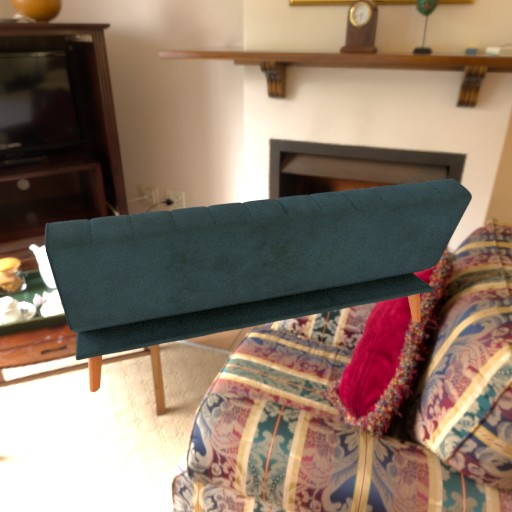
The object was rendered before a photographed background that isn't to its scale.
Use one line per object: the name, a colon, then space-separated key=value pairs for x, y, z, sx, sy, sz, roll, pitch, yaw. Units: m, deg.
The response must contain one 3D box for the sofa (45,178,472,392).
sofa: x=0.000 y=0.000 z=2.291 sx=1.804 sy=0.813 sz=0.855 roll=-8 pitch=28 yaw=-16
